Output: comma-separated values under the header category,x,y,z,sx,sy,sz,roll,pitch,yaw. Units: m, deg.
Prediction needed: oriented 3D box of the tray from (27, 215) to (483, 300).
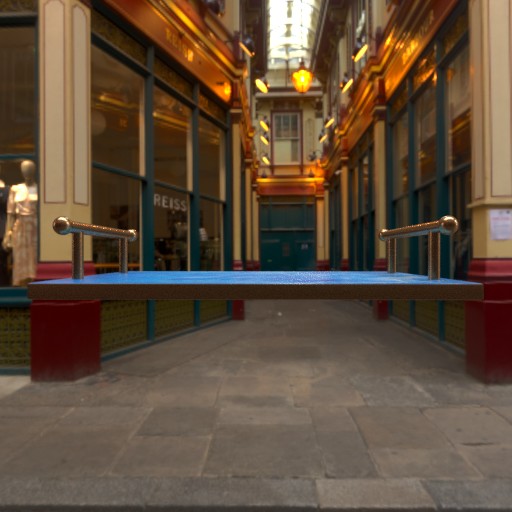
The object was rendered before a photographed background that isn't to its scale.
category,x,y,z,sx,sy,sz,roll,pitch,yaw
tray,0.000,0.000,0.581,0.444,0.084,0.304,0,0,1
